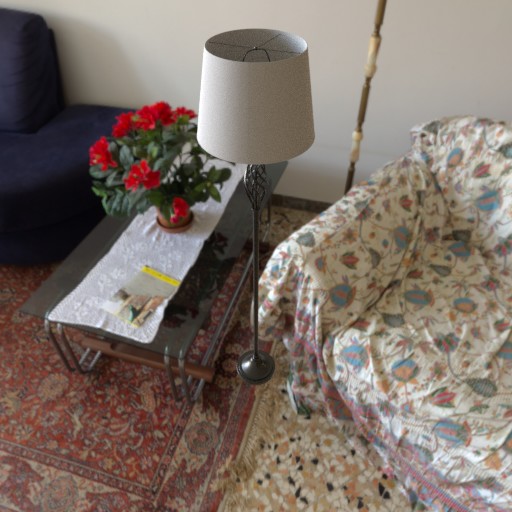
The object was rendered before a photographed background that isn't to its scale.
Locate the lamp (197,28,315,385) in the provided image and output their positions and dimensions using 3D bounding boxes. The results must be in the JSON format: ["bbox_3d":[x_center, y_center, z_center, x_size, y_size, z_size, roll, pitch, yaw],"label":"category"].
[{"bbox_3d":[0.000,0.000,1.795,0.379,1.623,0.379,0,43,0],"label":"lamp"}]
